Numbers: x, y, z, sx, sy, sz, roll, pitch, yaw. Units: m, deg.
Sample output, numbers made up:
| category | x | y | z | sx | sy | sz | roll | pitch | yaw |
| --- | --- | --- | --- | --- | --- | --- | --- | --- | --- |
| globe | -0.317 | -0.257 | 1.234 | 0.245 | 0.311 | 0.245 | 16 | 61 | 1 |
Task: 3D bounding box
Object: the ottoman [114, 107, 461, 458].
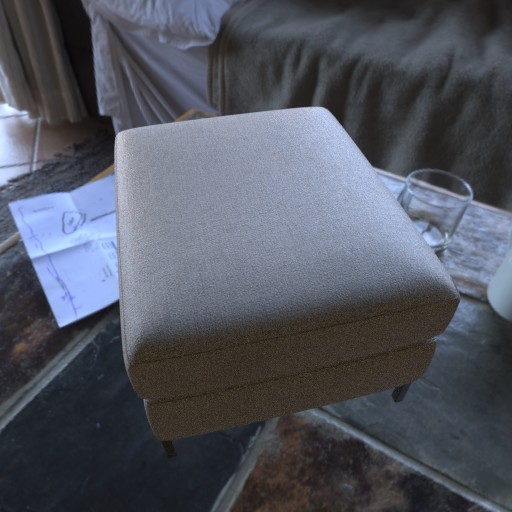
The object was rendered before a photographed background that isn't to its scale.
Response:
| category | x | y | z | sx | sy | sz | roll | pitch | yaw |
| --- | --- | --- | --- | --- | --- | --- | --- | --- | --- |
| ottoman | 0.000 | 0.000 | 1.206 | 0.671 | 0.490 | 0.820 | -10 | 47 | -9 |
